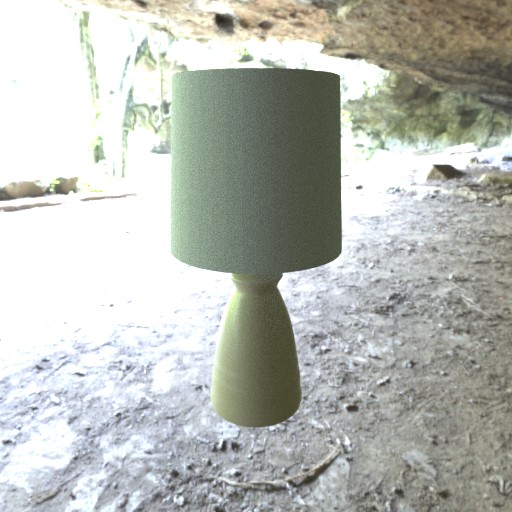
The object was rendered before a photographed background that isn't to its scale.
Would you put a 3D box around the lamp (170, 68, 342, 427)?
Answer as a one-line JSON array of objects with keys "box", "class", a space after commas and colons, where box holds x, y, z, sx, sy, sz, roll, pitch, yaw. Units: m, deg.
[{"box": [0.000, 0.000, 0.492, 0.186, 0.369, 0.186, 0, 17, 0], "class": "lamp"}]
